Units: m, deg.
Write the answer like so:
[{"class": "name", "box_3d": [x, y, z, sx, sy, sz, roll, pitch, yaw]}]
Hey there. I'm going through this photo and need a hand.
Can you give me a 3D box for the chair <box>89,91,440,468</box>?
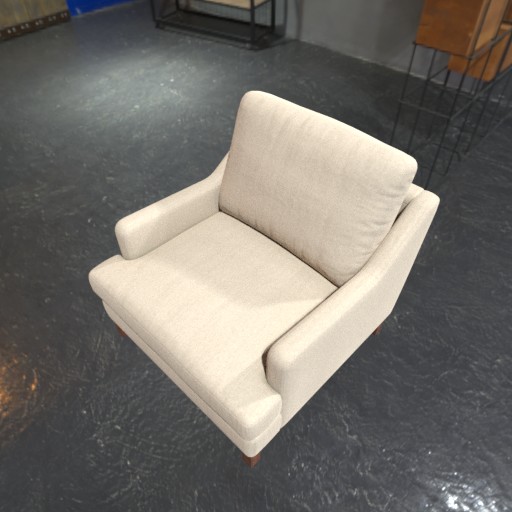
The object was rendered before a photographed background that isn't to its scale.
[{"class": "chair", "box_3d": [0.000, 0.000, 1.719, 0.912, 0.916, 1.001, 35, 55, 29]}]
